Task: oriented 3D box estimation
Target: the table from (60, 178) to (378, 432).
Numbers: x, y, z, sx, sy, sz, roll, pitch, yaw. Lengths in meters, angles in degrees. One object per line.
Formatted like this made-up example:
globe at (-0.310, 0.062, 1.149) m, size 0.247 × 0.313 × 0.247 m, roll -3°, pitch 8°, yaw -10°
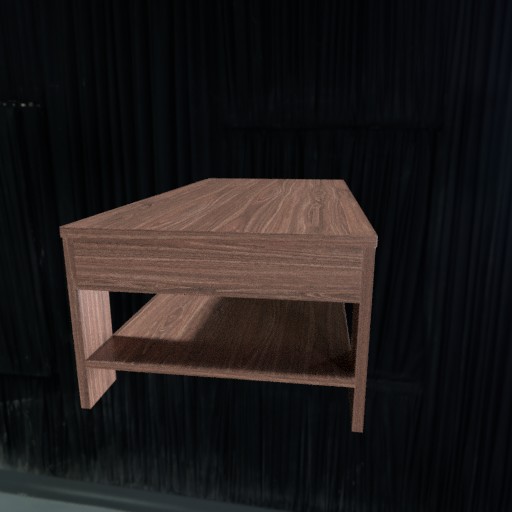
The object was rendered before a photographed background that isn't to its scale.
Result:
table at (0.000, 0.000, 1.443) m, size 0.600 × 0.400 × 1.200 m, roll 2°, pitch 15°, yaw 8°
